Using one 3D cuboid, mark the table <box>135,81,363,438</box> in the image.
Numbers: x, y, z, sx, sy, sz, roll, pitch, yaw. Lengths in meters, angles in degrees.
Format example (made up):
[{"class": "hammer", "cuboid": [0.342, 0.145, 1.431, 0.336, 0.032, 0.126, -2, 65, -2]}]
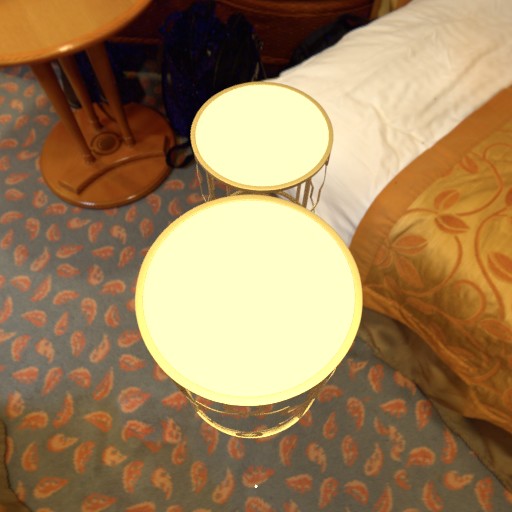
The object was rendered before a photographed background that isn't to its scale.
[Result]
[{"class": "table", "cuboid": [0.000, 0.000, 1.171, 0.420, 0.564, 0.846, 3, 63, 2]}]
